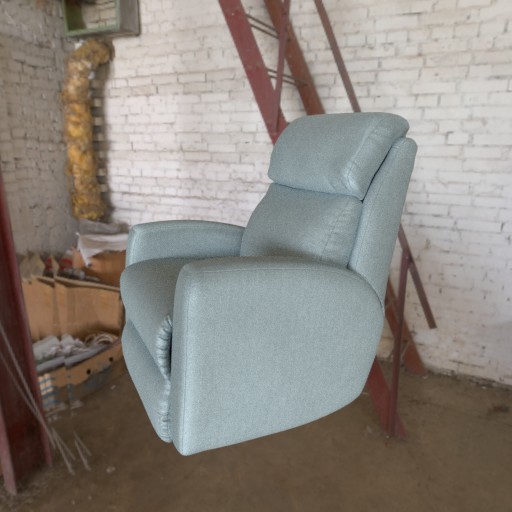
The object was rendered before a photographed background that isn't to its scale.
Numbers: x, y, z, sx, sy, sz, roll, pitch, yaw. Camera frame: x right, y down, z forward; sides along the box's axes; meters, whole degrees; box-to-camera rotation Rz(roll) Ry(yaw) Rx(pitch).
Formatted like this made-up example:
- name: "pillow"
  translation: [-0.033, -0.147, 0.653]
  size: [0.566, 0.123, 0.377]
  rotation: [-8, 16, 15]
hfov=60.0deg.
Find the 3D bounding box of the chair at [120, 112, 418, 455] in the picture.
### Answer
- name: "chair"
  translation: [0.000, 0.000, 1.641]
  size: [0.940, 1.016, 0.794]
  rotation: [-8, 17, -26]
